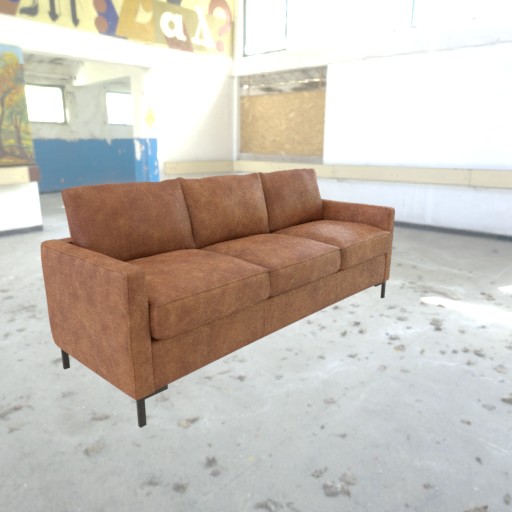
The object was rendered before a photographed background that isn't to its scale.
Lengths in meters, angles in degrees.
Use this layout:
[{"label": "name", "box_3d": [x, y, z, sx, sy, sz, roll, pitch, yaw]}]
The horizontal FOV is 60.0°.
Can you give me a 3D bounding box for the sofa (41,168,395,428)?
[{"label": "sofa", "box_3d": [0.000, 0.000, 2.450, 0.748, 0.863, 2.029, 13, 20, 41]}]
